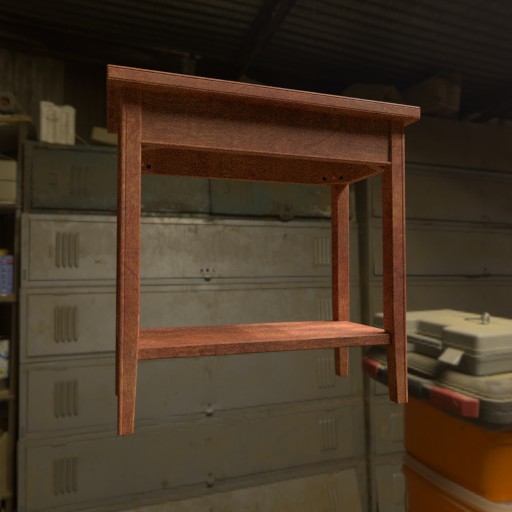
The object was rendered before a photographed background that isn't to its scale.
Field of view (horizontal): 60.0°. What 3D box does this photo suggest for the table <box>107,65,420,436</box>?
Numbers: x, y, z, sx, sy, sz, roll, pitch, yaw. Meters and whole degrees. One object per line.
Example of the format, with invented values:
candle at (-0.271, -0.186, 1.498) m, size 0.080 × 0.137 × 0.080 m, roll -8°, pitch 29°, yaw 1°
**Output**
table at (0.000, 0.000, 0.950) m, size 0.610 × 0.610 × 0.305 m, roll 0°, pitch -2°, yaw -18°
